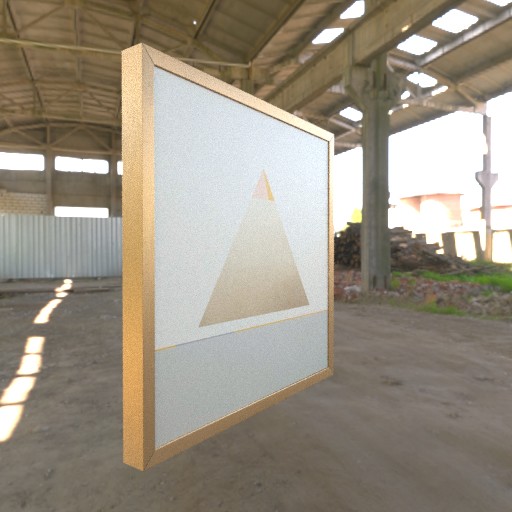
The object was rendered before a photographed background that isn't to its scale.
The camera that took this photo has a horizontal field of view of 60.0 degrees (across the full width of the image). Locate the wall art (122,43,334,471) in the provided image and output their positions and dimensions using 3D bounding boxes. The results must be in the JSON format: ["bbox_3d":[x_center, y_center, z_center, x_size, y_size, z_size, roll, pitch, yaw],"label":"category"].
[{"bbox_3d":[0.000,0.000,0.746,0.038,0.511,0.513,1,1,36],"label":"wall art"}]
